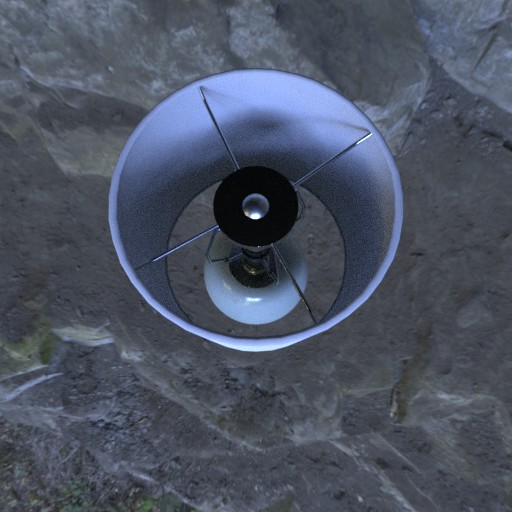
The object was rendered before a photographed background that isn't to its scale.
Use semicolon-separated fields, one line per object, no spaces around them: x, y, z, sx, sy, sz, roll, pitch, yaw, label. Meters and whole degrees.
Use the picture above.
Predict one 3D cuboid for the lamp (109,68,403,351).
0.000;0.000;0.472;0.201;0.353;0.201;34;79;8;lamp
